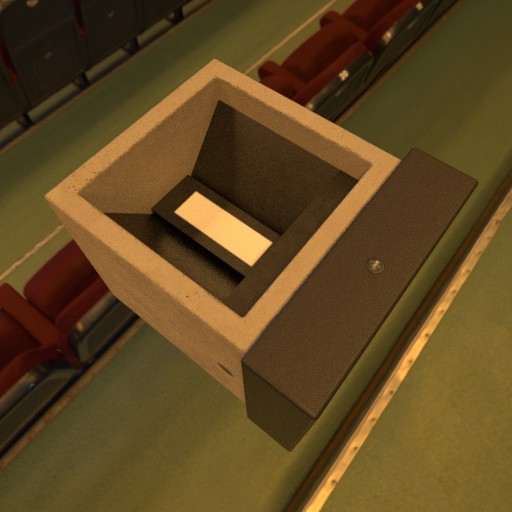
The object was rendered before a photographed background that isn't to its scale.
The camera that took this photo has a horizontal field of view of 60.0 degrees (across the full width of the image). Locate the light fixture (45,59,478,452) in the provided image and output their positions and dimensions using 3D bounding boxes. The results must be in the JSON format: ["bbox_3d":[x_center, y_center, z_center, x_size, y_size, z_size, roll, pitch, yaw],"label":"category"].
[{"bbox_3d":[0.000,0.000,0.235,0.143,0.121,0.121,35,67,17],"label":"light fixture"}]
